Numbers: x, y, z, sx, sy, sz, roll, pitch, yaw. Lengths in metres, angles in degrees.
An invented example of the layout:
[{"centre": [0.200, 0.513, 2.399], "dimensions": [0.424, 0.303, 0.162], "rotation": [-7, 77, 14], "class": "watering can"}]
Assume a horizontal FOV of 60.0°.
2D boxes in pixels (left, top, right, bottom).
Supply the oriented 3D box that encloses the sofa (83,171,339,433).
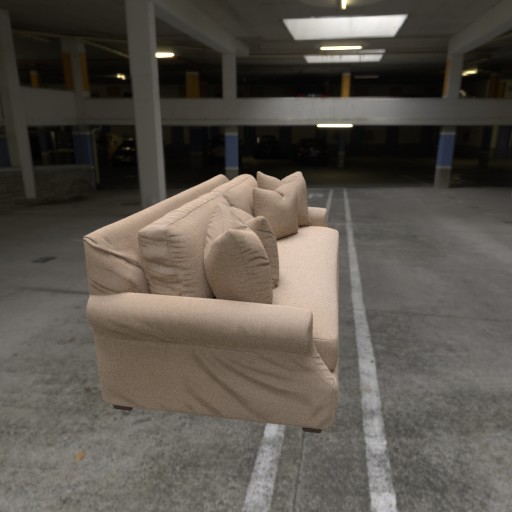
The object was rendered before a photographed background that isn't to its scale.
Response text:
[{"centre": [0.000, 0.000, 2.802], "dimensions": [1.067, 0.904, 2.285], "rotation": [3, 17, 10], "class": "sofa"}]
